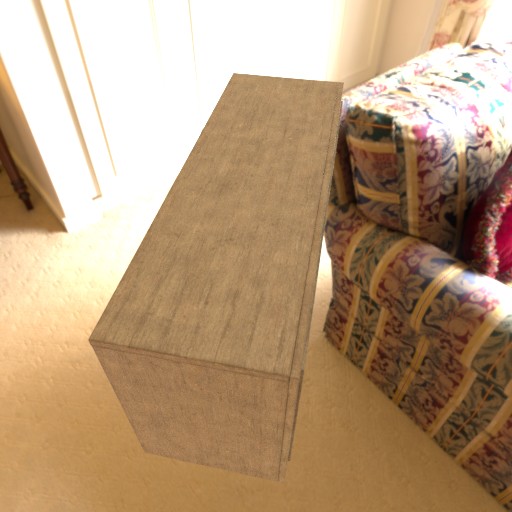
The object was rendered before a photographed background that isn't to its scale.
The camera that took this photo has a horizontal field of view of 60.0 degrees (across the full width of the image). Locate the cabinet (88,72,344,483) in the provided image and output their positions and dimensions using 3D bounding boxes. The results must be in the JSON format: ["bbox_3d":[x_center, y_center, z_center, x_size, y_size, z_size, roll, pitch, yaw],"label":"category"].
[{"bbox_3d":[0.000,0.000,1.802,0.511,0.825,1.460,8,47,8],"label":"cabinet"}]
